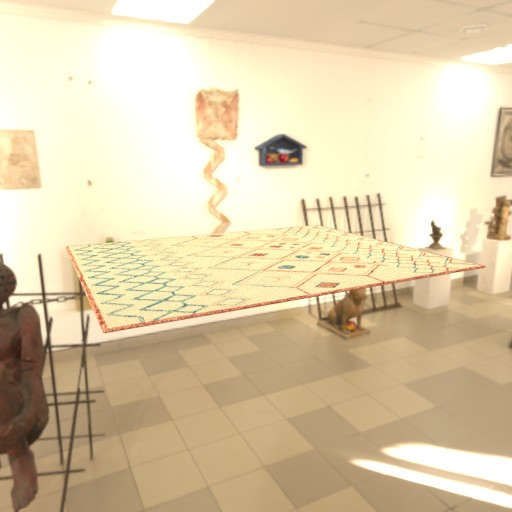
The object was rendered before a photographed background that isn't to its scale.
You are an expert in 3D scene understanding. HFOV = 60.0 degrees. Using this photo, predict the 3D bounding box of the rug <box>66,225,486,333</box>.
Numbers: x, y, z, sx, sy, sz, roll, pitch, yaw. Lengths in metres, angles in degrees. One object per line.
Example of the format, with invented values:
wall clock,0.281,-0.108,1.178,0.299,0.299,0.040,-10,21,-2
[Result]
rug,0.000,0.000,4.065,3.050,0.016,2.441,-7,15,-26
